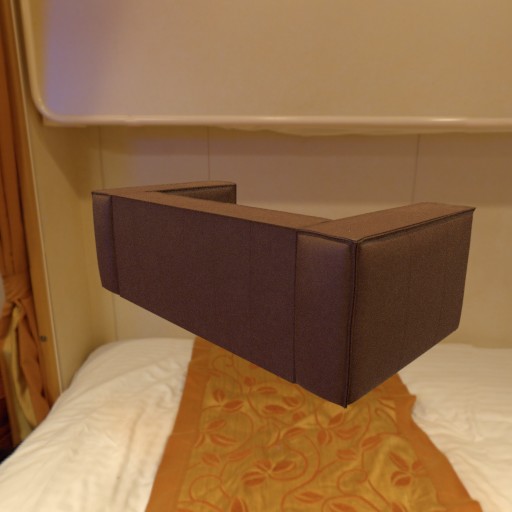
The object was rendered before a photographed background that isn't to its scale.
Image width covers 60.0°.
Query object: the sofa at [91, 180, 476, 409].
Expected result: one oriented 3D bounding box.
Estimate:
[{"bbox_3d":[0.000,0.000,2.616,1.102,0.703,2.088,-14,20,-43],"label":"sofa"}]
